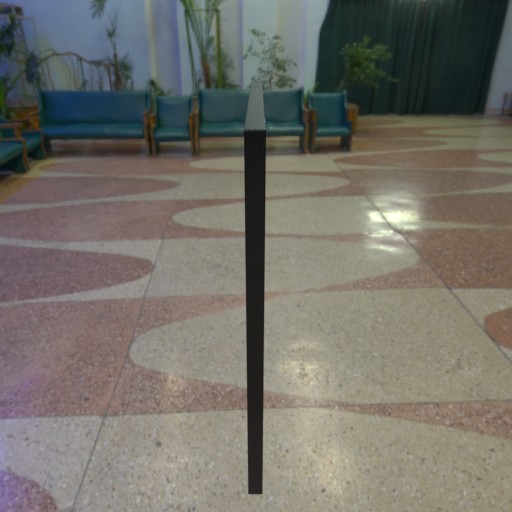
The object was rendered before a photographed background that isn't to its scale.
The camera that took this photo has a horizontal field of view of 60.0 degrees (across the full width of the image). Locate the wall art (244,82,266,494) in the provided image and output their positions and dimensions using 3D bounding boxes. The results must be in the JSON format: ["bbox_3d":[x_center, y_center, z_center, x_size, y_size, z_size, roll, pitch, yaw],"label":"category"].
[{"bbox_3d":[0.000,0.000,0.514,0.014,0.349,0.349,0,26,0],"label":"wall art"}]
